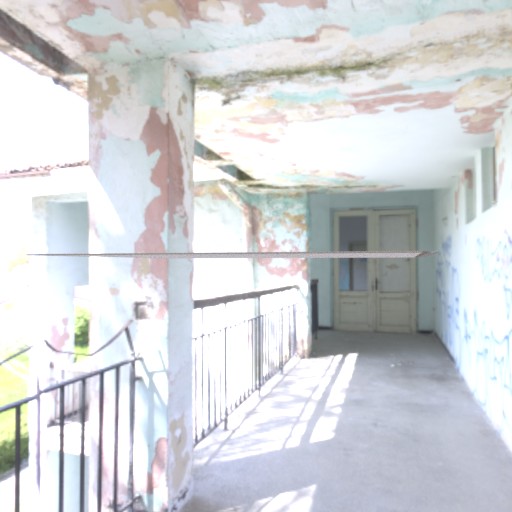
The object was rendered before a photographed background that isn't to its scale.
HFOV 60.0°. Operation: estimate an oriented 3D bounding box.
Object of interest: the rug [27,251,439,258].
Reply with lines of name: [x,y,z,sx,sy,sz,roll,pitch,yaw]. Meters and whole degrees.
rug: [0.000,0.000,4.178,3.043,0.013,2.444,0,-1,19]
